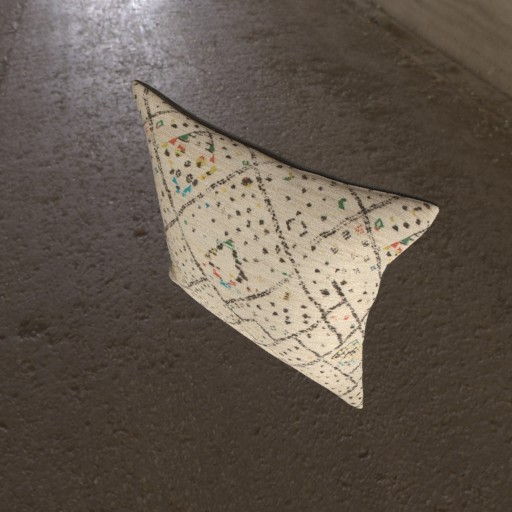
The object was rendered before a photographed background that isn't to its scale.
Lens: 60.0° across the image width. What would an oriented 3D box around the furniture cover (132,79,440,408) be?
[{"bbox_3d":[0.000,0.000,0.780,0.525,0.498,0.180,30,54,25],"label":"furniture cover"}]
